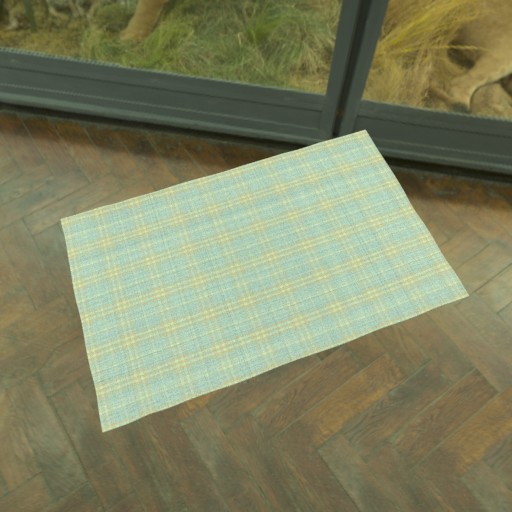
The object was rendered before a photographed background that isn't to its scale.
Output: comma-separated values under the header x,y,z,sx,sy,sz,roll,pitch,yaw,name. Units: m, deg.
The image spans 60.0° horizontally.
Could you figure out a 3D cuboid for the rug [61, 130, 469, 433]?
x,y,z,sx,sy,sz,roll,pitch,yaw,name
0.000,0.000,3.073,2.460,0.016,1.545,-18,65,-9,rug
